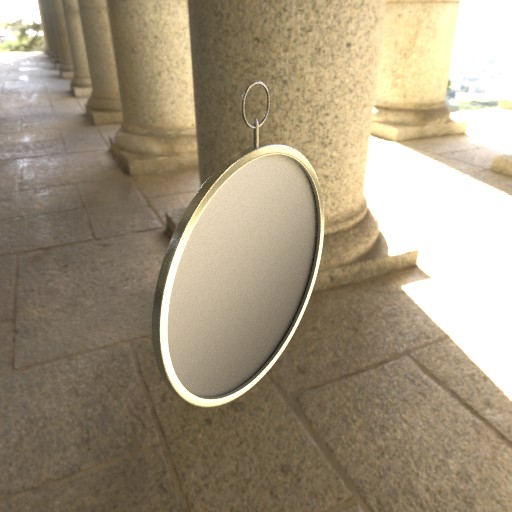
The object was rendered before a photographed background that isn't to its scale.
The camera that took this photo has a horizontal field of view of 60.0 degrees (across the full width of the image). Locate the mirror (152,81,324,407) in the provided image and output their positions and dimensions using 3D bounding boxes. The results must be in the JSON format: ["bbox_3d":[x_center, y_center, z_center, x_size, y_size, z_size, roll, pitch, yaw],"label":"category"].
[{"bbox_3d":[0.000,0.000,0.965,0.020,0.713,0.594,19,33,31],"label":"mirror"}]
